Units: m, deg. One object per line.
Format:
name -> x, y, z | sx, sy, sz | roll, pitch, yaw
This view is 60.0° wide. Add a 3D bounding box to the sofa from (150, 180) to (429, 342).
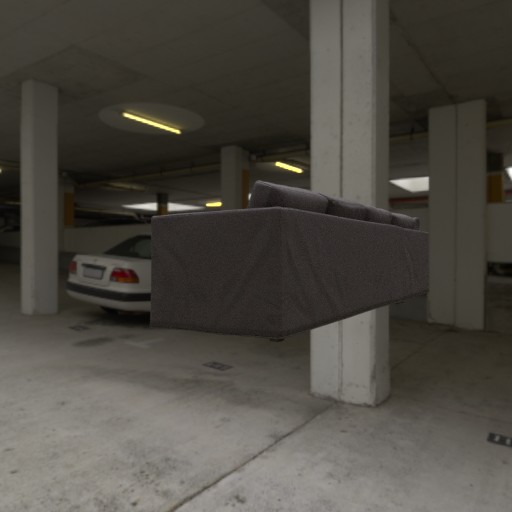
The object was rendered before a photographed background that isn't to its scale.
sofa -> 0.000, 0.000, 4.174 | 2.432, 0.871, 3.182 | 0, 0, 34
